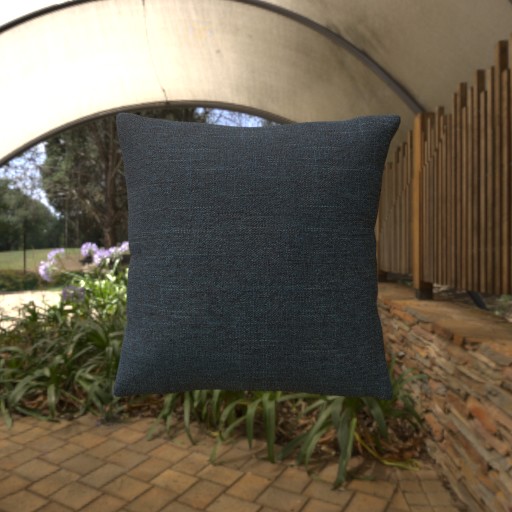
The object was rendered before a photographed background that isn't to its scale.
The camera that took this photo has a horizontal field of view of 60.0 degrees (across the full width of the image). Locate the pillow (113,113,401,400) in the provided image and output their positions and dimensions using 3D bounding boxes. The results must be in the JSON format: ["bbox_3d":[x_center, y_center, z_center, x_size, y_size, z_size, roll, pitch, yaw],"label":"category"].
[{"bbox_3d":[0.000,0.000,0.679,0.435,0.435,0.159,0,0,0],"label":"pillow"}]
